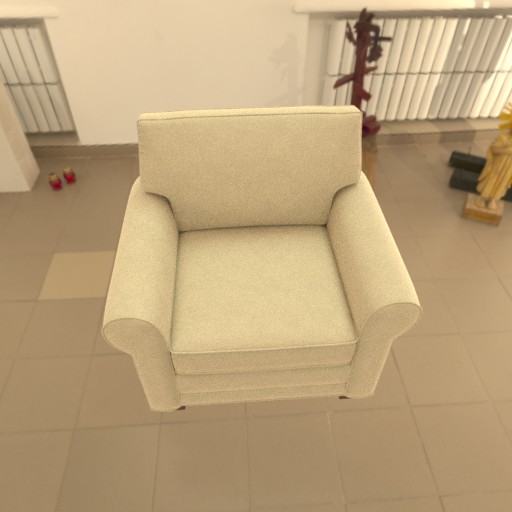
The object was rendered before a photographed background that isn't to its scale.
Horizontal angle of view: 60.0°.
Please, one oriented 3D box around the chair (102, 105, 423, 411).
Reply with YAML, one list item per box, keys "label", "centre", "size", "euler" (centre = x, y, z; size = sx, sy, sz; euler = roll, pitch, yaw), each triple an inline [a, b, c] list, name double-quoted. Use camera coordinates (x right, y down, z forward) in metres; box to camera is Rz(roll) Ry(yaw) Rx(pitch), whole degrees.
- label: "chair"
  centre: [0.000, 0.000, 1.779]
  size: [1.040, 0.955, 0.863]
  euler: [-3, 45, -3]
